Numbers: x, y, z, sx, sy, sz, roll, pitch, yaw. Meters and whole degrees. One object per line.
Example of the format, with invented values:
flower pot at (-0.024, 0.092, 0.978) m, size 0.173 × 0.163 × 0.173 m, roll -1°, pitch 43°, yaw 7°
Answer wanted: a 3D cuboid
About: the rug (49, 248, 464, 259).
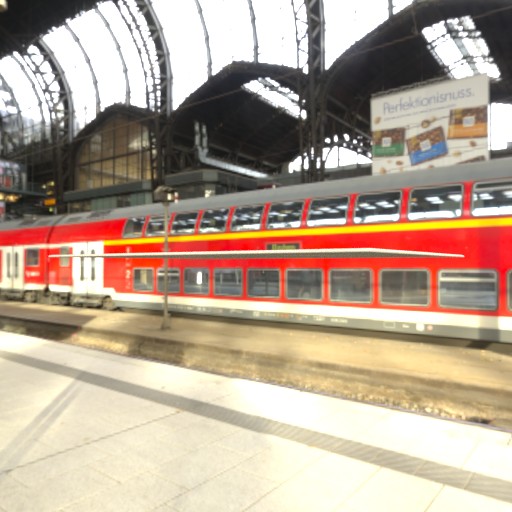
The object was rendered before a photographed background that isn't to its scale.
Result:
rug at (0.000, 0.000, 2.914) m, size 2.213 × 0.014 × 1.608 m, roll -1°, pitch -1°, yaw 36°
